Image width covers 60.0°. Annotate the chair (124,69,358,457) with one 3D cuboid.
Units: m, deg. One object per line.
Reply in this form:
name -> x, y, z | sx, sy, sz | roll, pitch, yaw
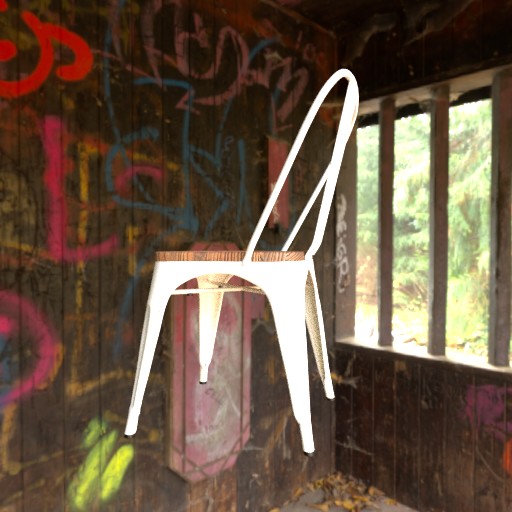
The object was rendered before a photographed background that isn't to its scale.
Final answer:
chair -> 0.000, 0.000, 1.174 | 0.521, 0.851, 0.452 | 0, 1, 17
